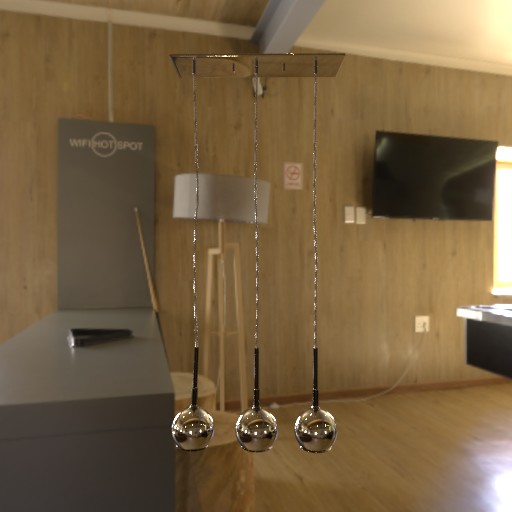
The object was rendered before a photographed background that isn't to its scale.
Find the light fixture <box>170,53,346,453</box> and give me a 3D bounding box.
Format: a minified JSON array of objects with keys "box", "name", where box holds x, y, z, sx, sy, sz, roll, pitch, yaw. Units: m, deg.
[{"box":[0.000,0.000,1.639,0.623,1.408,0.188,0,0,0],"name":"light fixture"}]
